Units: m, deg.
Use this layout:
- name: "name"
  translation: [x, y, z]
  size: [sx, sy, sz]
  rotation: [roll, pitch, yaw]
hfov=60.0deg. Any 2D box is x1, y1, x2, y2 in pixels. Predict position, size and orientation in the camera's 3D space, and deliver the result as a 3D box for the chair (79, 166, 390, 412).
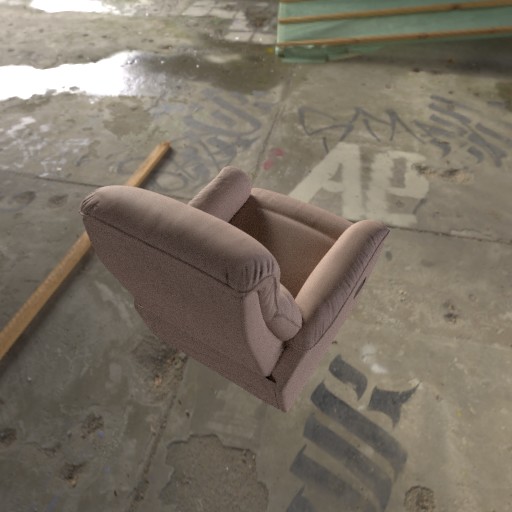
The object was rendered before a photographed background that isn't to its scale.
- name: "chair"
  translation: [0.000, 0.000, 1.767]
  size: [0.820, 1.037, 1.004]
  rotation: [25, 51, 22]
